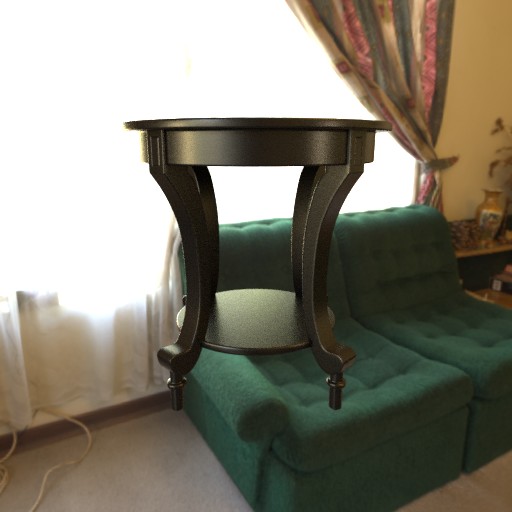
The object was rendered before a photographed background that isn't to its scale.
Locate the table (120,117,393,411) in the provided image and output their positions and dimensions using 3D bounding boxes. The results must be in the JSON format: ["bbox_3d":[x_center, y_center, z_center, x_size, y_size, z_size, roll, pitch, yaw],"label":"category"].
[{"bbox_3d":[0.000,0.000,1.086,0.597,0.618,0.597,0,14,0],"label":"table"}]
